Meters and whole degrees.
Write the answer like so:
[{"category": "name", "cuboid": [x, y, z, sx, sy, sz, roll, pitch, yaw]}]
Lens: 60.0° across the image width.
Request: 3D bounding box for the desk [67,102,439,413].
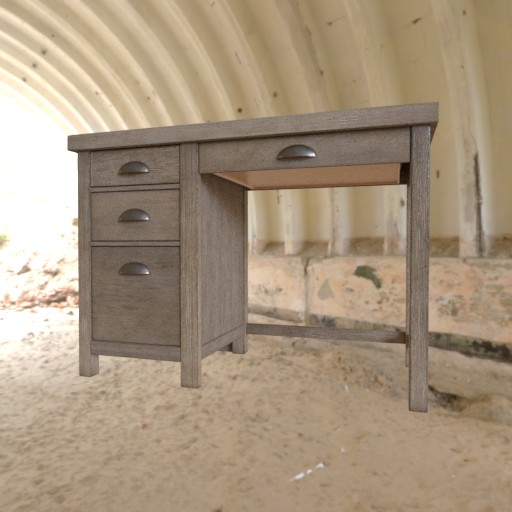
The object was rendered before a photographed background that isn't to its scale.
[{"category": "desk", "cuboid": [0.000, 0.000, 1.761, 1.289, 0.912, 0.610, 0, 1, 18]}]
